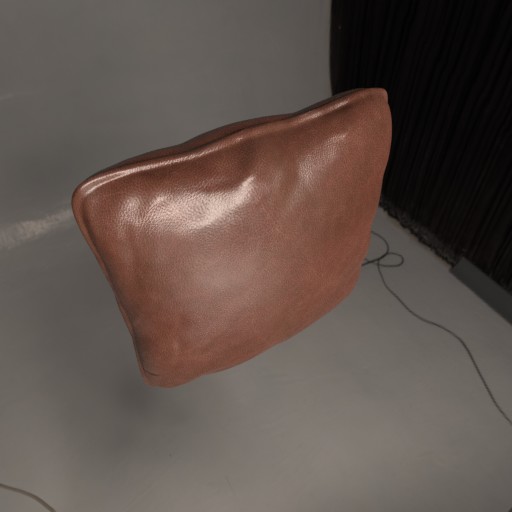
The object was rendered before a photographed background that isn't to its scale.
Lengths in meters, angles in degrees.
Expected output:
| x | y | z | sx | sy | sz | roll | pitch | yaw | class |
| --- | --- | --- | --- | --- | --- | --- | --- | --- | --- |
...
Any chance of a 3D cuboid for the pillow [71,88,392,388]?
| x | y | z | sx | sy | sz | roll | pitch | yaw | class |
| --- | --- | --- | --- | --- | --- | --- | --- | --- | --- |
| 0.000 | 0.000 | 0.807 | 0.532 | 0.523 | 0.236 | -24 | 51 | -21 | pillow |
